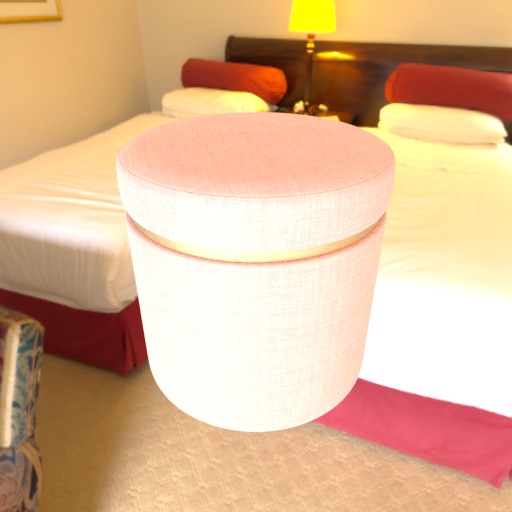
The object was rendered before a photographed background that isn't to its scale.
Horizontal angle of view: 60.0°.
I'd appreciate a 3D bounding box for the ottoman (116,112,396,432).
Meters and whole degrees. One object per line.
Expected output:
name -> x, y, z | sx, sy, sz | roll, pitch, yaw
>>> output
ottoman -> 0.000, 0.000, 0.742 | 0.400, 0.406, 0.400 | 0, 30, 0
